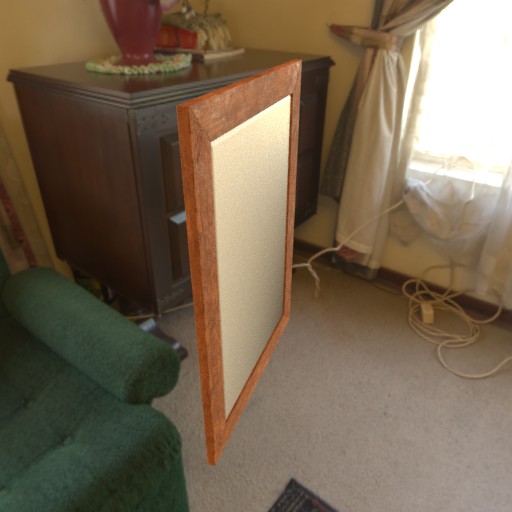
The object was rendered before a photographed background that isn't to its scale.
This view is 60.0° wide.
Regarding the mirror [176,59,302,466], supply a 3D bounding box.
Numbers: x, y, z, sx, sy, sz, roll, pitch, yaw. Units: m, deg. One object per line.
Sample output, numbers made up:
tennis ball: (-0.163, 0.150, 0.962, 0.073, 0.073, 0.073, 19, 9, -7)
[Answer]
mirror: (0.000, 0.000, 1.446, 0.028, 1.099, 0.796, 11, 32, 18)
